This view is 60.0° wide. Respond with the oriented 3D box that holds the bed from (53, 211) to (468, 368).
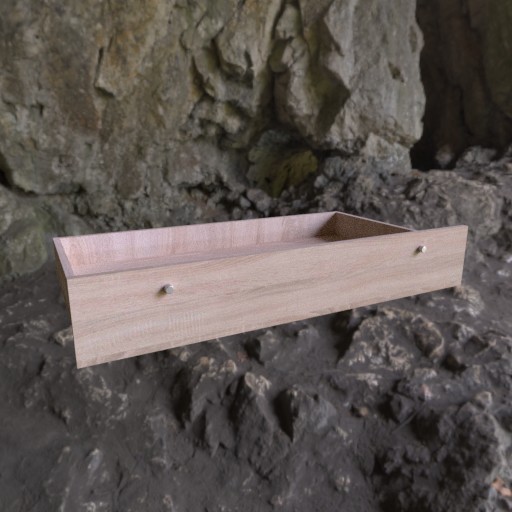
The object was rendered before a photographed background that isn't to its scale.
[{"bbox_3d":[0.000,0.000,1.470,1.200,0.209,0.685,-8,17,-26],"label":"bed"}]
